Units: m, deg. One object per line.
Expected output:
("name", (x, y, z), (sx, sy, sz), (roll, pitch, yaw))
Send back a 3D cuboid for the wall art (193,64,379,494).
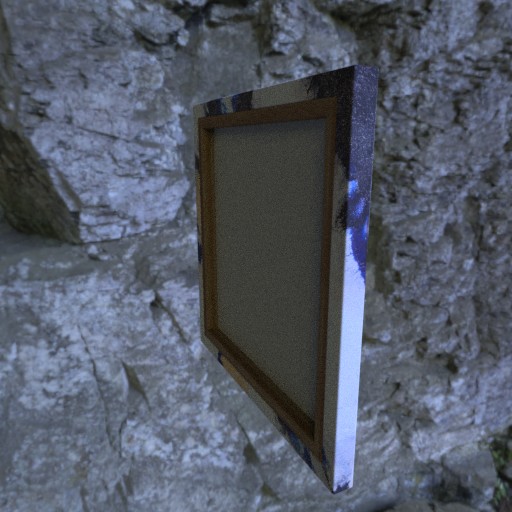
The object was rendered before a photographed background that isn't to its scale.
("wall art", (0.000, 0.000, 0.871), (0.039, 0.609, 0.609), (-7, 16, -25))
